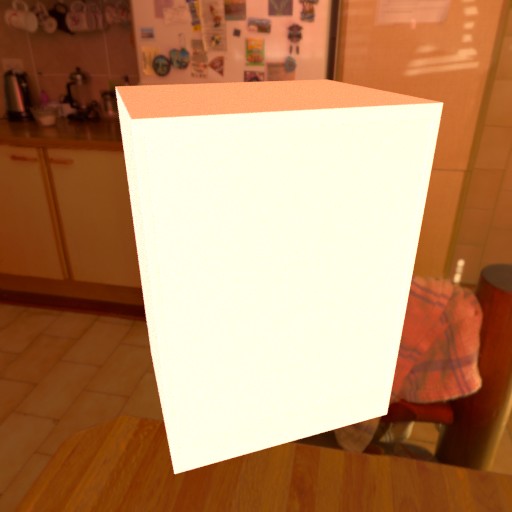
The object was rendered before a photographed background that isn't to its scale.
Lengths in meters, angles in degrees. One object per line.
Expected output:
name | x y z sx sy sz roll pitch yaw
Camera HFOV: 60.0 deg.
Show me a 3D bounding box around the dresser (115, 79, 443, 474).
dresser | 0.000 0.000 0.805 0.400 0.560 0.360 -9 28 -16
